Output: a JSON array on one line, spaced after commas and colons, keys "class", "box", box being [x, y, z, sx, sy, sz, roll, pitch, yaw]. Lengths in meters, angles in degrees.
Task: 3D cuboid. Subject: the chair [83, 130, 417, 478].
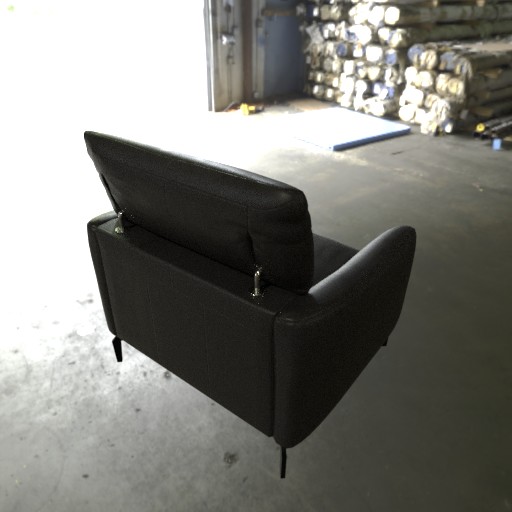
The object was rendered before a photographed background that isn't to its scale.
[{"class": "chair", "box": [0.000, 0.000, 1.634, 0.976, 0.949, 0.809, 22, 37, 32]}]
